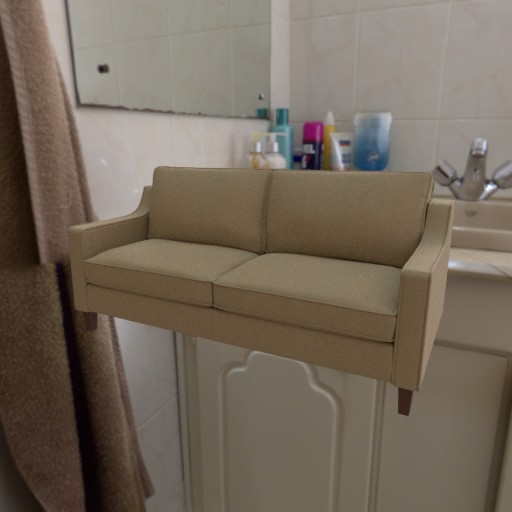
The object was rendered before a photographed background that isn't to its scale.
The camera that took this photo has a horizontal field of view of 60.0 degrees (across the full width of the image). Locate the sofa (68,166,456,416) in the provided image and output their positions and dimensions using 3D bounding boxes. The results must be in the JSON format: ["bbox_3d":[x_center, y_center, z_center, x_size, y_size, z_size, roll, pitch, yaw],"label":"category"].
[{"bbox_3d":[0.000,0.000,2.798,2.178,1.071,1.066,7,16,26],"label":"sofa"}]
